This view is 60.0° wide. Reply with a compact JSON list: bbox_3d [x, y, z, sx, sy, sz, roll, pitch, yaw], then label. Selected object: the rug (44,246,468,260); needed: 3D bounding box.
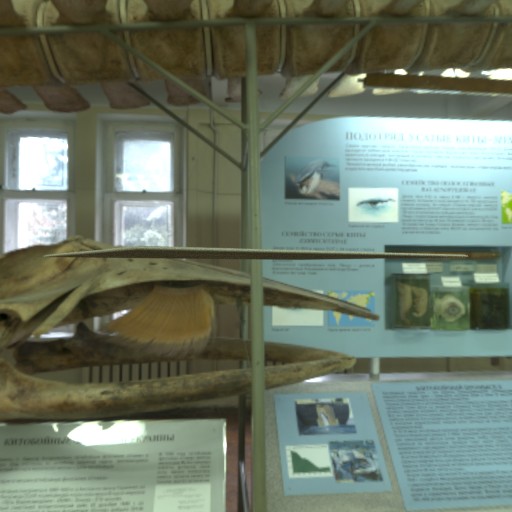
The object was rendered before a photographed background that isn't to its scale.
[{"bbox_3d":[0.000,0.000,2.854,2.213,0.014,1.608,1,-2,-36],"label":"rug"}]
